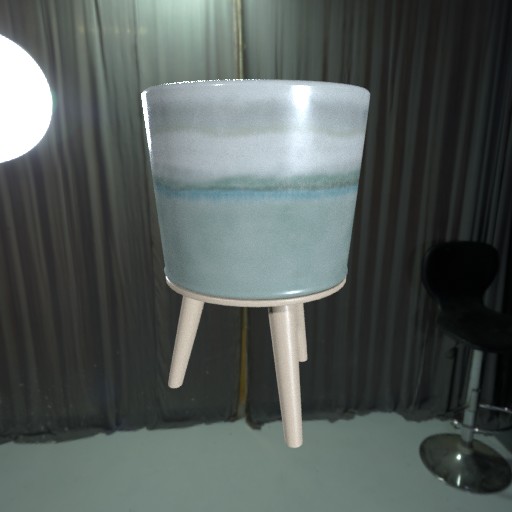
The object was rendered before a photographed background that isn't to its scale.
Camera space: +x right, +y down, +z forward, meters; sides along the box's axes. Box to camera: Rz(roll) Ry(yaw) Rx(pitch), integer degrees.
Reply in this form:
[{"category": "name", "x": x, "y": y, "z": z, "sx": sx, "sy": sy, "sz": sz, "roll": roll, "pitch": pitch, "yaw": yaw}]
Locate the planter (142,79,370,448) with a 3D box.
[{"category": "planter", "x": 0.000, "y": 0.000, "z": 0.581, "sx": 0.265, "sy": 0.404, "sz": 0.265, "roll": -2, "pitch": 15, "yaw": -9}]
